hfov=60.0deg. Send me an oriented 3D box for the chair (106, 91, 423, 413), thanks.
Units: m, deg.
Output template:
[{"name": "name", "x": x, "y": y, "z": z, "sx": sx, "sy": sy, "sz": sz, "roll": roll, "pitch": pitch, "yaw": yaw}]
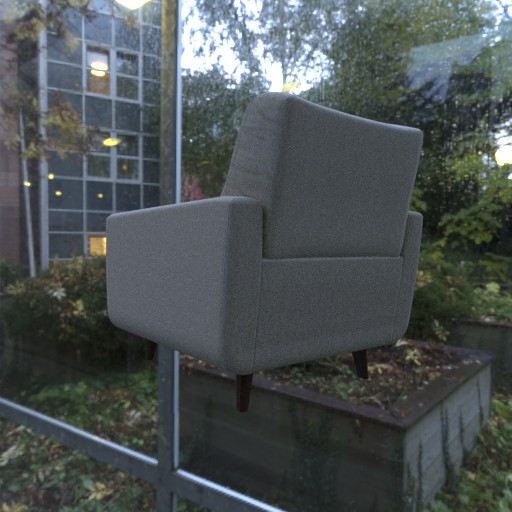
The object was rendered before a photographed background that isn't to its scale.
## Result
[{"name": "chair", "x": 0.000, "y": 0.000, "z": 1.817, "sx": 0.897, "sy": 0.965, "sz": 1.128, "roll": -1, "pitch": 1, "yaw": -37}]
